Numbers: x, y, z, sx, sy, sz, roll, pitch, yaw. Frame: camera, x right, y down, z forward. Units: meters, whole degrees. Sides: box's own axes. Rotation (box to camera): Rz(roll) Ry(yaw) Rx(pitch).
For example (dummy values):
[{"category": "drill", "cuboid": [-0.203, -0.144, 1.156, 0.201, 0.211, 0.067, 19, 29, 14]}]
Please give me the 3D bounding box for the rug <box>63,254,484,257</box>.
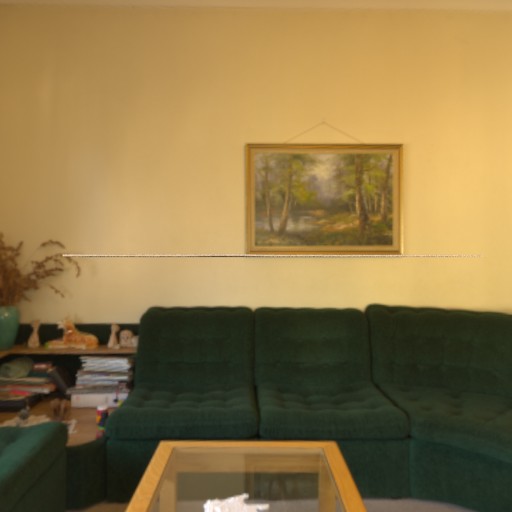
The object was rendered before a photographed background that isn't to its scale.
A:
[{"category": "rug", "cuboid": [0.000, 0.000, 4.470, 3.357, 0.019, 2.449, 0, 0, -18]}]
